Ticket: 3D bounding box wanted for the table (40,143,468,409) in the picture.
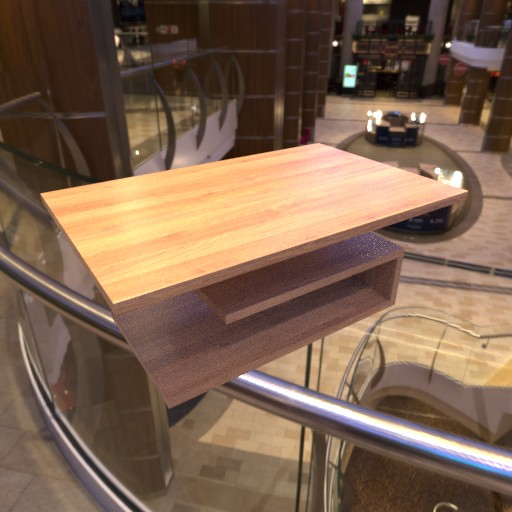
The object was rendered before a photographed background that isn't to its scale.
[{"bbox_3d":[0.000,0.000,1.454,1.100,0.442,0.700,-17,33,-29],"label":"table"}]
